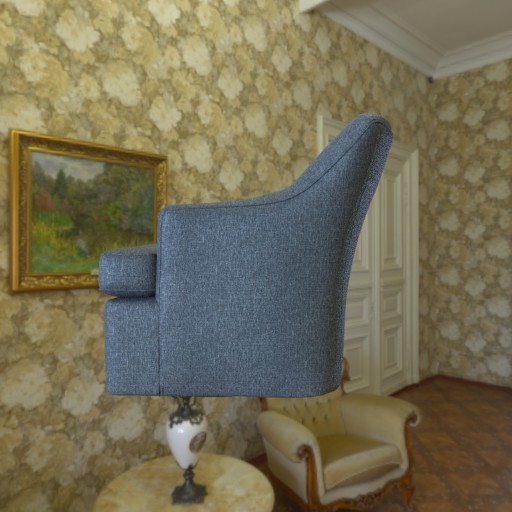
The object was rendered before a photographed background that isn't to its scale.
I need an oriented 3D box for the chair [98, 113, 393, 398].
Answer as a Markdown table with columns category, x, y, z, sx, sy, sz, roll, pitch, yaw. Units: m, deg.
| category | x | y | z | sx | sy | sz | roll | pitch | yaw |
| --- | --- | --- | --- | --- | --- | --- | --- | --- | --- |
| chair | 0.000 | 0.000 | 1.635 | 0.923 | 0.856 | 0.864 | 0 | 0 | 0 |
